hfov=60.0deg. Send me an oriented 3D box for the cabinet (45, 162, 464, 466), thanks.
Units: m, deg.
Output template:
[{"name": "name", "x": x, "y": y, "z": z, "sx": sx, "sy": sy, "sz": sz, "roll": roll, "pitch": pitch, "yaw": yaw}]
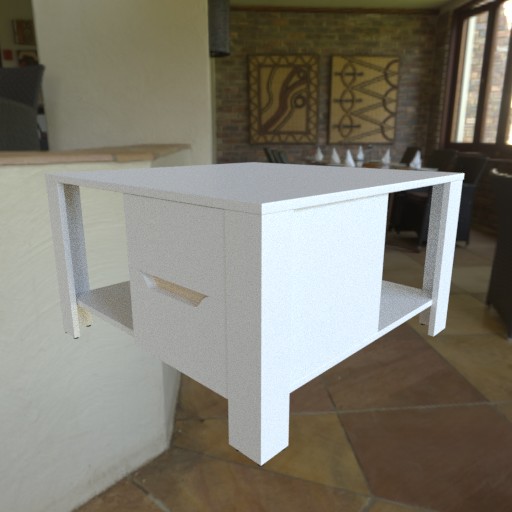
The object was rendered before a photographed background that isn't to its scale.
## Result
[{"name": "cabinet", "x": 0.000, "y": 0.000, "z": 1.252, "sx": 0.800, "sy": 0.460, "sz": 0.800, "roll": 14, "pitch": 20, "yaw": 42}]
